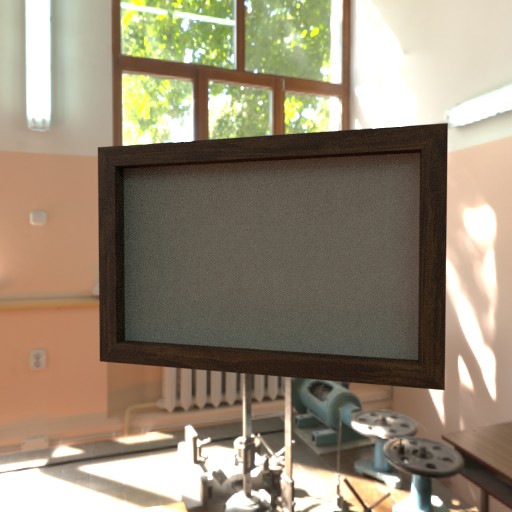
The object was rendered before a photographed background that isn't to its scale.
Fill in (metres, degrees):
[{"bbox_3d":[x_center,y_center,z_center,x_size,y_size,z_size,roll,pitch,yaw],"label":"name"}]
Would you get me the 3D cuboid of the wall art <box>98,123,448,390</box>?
[{"bbox_3d":[0.000,0.000,0.771,0.609,0.405,0.035,0,2,16],"label":"wall art"}]
